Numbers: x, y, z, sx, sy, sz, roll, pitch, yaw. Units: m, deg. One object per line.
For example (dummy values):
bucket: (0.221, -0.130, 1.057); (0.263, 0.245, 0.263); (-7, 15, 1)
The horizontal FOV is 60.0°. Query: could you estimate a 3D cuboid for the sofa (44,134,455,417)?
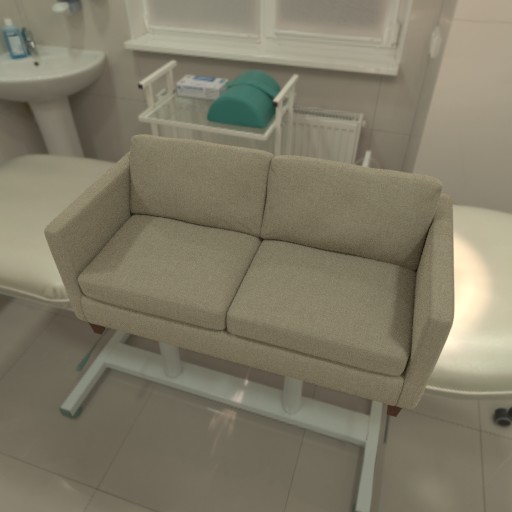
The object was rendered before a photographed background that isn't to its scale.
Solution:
sofa: (0.000, 0.000, 2.387); (1.884, 0.947, 0.951); (12, 42, 13)
